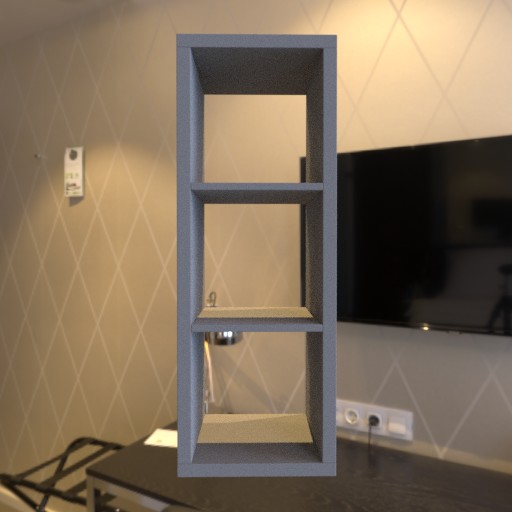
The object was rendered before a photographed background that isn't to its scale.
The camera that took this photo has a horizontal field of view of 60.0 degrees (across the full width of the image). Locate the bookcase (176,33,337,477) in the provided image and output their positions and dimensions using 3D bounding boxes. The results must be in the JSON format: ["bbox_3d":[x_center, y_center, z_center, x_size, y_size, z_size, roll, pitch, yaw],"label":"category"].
[{"bbox_3d":[0.000,0.000,1.246,0.390,1.080,0.330,0,1,-1],"label":"bookcase"}]
